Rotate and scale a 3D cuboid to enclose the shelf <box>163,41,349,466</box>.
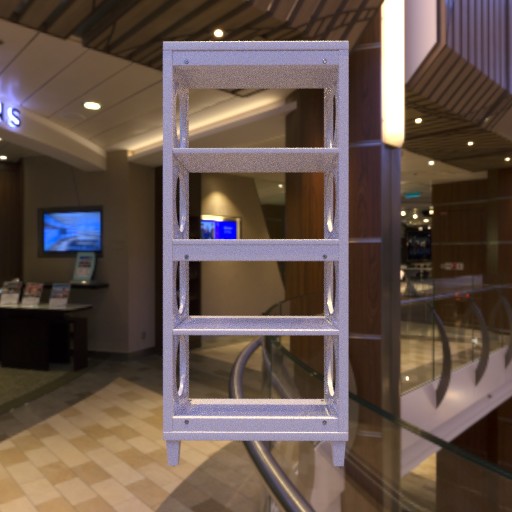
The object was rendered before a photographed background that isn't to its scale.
[{"bbox_3d":[0.000,0.000,1.625,0.611,1.411,0.340,0,0,0],"label":"shelf"}]
